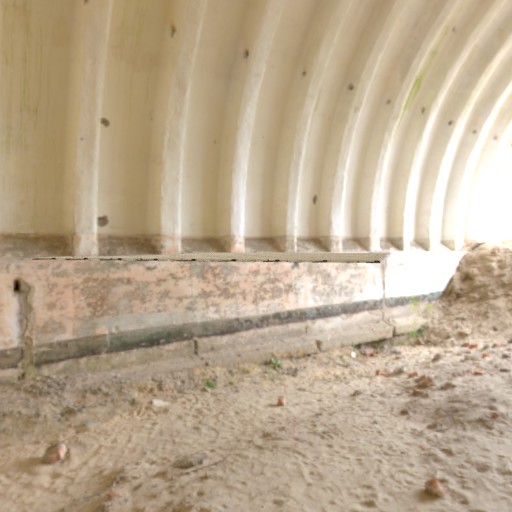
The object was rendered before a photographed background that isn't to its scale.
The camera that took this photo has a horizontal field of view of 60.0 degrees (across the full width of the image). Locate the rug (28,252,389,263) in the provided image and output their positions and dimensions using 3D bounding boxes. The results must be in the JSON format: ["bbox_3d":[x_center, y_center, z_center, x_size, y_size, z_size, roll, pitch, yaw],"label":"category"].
[{"bbox_3d":[0.000,0.000,4.140,2.342,0.026,3.221,0,1,18],"label":"rug"}]
